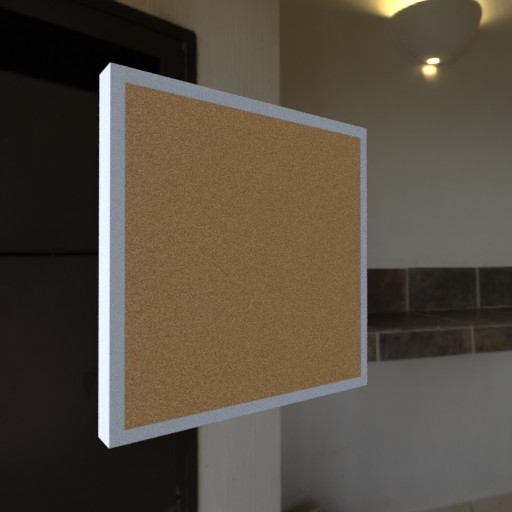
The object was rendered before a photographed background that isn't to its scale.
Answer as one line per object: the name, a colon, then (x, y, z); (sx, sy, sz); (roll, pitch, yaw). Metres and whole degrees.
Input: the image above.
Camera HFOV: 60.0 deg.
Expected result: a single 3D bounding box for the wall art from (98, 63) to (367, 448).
wall art: (0.000, 0.000, 0.600); (0.406, 0.406, 0.038); (0, -1, -36)
